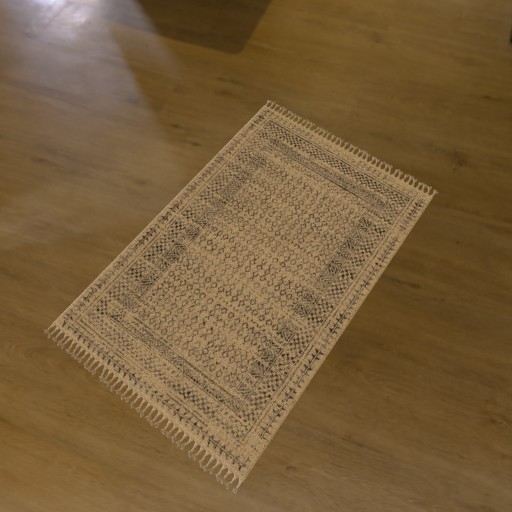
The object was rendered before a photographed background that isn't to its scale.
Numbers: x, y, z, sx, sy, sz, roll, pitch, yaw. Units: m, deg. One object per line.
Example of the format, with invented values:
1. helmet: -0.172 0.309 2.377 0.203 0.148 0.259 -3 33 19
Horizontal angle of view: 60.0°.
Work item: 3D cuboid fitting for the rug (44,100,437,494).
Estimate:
1. rug: 0.000 0.000 3.042 1.548 0.013 2.486 33 68 15
